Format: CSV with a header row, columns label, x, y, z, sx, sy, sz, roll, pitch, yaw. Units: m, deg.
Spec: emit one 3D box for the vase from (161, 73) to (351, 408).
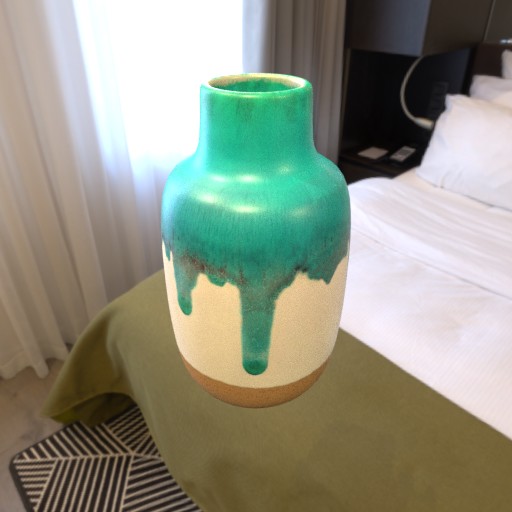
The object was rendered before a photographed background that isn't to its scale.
label,x,y,z,sx,sy,sz,roll,pitch,yaw
vase,0.000,0.000,0.258,0.106,0.192,0.106,0,32,0
